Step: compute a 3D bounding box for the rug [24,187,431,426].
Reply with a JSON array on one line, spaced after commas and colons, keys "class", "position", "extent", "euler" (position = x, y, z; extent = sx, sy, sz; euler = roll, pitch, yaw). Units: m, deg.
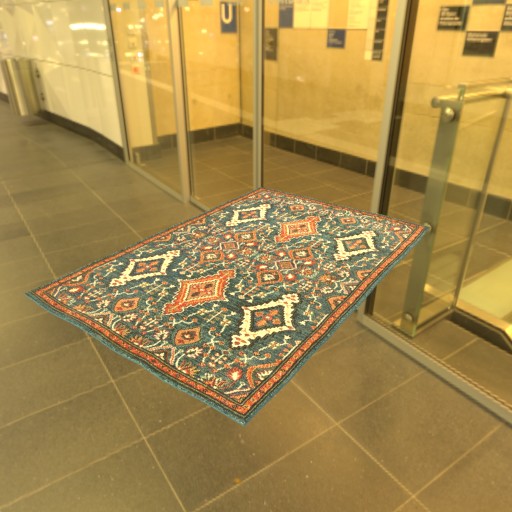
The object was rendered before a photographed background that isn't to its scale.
[{"class": "rug", "position": [0.000, 0.000, 2.976], "extent": [1.622, 0.009, 2.373], "euler": [19, 33, 32]}]
